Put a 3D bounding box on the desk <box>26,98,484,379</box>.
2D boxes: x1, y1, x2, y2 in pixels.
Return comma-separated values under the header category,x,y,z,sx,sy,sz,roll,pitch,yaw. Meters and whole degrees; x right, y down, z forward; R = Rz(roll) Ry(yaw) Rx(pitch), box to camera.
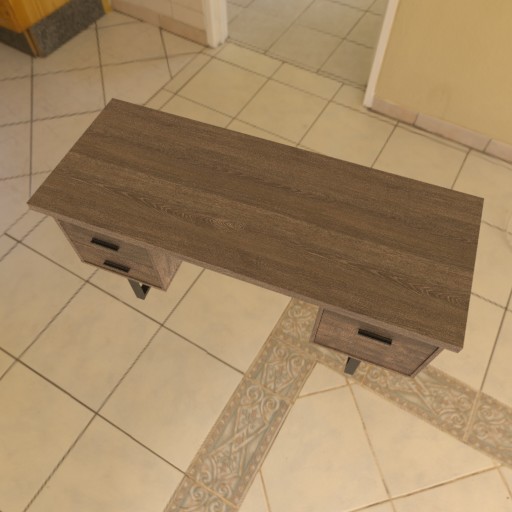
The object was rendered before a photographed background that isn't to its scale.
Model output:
category,x,y,z,sx,sy,sz,roll,pitch,yaw
desk,0.000,0.000,1.909,1.524,0.760,0.600,18,60,11
